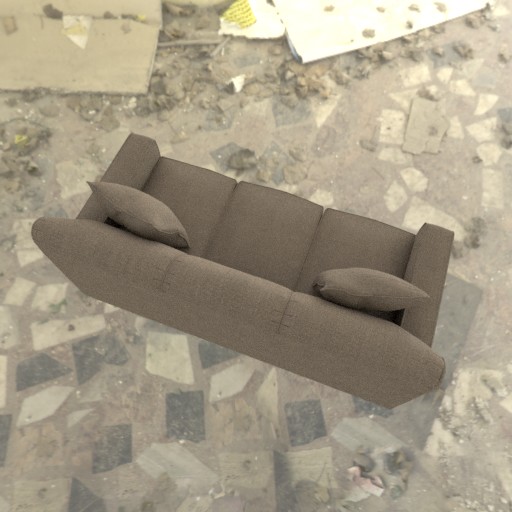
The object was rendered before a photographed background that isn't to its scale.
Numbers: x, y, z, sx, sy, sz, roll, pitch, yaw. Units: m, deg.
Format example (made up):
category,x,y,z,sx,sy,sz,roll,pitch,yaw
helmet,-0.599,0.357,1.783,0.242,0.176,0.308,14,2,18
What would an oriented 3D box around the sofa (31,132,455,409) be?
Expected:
category,x,y,z,sx,sy,sz,roll,pitch,yaw
sofa,0.000,0.000,2.557,2.024,0.958,0.997,19,66,9
